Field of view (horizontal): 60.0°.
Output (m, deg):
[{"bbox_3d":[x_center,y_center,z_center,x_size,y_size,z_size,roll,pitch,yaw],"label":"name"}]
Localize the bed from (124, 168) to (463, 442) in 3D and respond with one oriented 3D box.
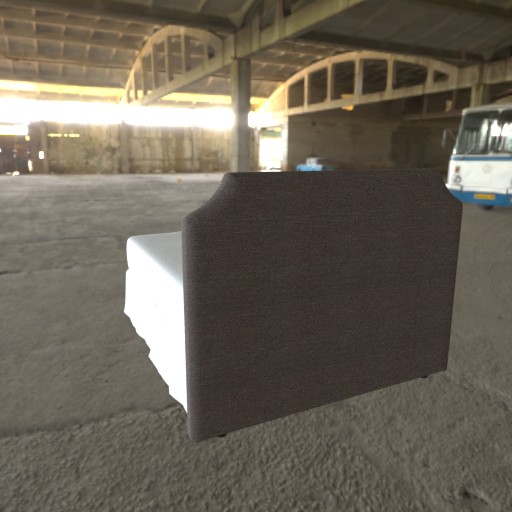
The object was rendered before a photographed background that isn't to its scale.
[{"bbox_3d":[0.000,0.000,3.234,1.693,1.290,2.116,-6,14,-25],"label":"bed"}]
